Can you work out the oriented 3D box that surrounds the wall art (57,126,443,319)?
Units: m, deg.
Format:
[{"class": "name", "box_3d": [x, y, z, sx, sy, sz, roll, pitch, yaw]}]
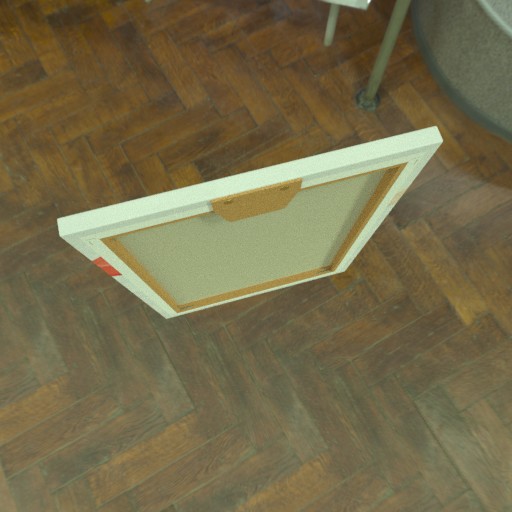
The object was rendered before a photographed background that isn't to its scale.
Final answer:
[{"class": "wall art", "box_3d": [0.000, 0.000, 1.334, 0.759, 1.014, 0.045, -15, 74, -4]}]
